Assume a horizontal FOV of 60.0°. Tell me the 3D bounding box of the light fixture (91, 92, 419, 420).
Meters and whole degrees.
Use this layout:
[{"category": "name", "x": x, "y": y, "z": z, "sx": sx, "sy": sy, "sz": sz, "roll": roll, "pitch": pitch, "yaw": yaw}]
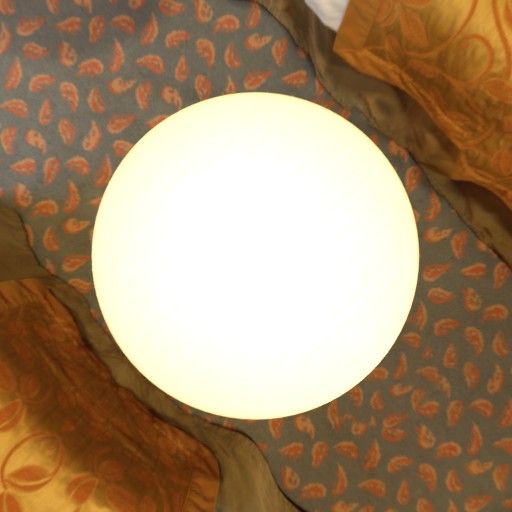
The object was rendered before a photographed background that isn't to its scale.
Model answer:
[{"category": "light fixture", "x": 0.000, "y": 0.000, "z": 0.528, "sx": 0.356, "sy": 0.102, "sz": 0.356, "roll": 0, "pitch": 91, "yaw": 0}]
